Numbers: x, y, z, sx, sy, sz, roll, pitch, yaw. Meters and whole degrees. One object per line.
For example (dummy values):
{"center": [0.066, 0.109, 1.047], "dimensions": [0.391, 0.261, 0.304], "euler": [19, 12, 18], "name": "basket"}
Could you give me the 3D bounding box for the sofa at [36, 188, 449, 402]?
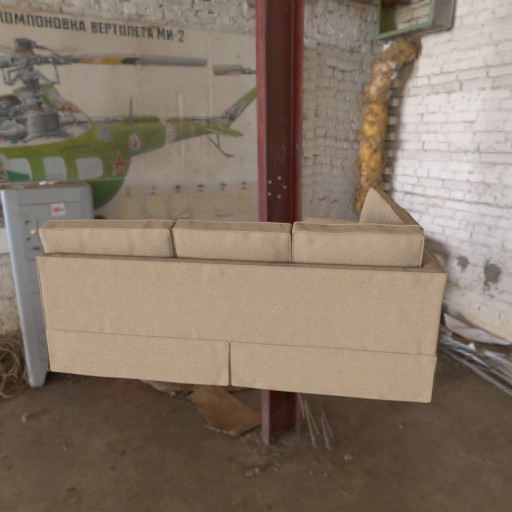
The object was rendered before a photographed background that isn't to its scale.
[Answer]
{"center": [0.000, 0.000, 4.185], "dimensions": [2.733, 1.124, 2.730], "euler": [2, 16, 8], "name": "sofa"}
